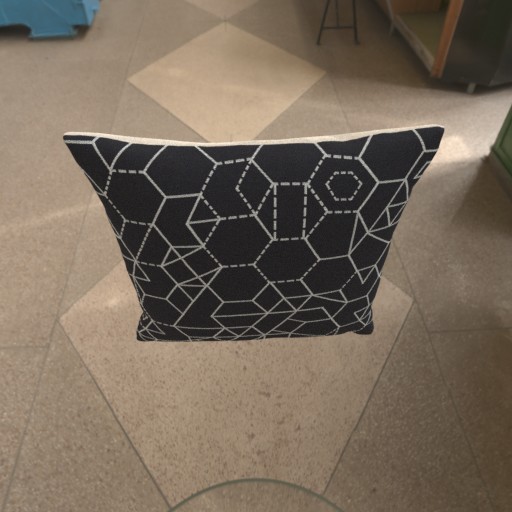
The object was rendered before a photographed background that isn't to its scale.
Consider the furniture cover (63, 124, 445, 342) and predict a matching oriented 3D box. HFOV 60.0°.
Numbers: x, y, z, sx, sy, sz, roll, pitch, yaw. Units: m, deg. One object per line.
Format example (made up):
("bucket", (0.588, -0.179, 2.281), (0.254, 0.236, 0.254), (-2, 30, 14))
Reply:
("furniture cover", (0.000, 0.000, 0.783), (0.517, 0.508, 0.158), (-2, 48, -2))
